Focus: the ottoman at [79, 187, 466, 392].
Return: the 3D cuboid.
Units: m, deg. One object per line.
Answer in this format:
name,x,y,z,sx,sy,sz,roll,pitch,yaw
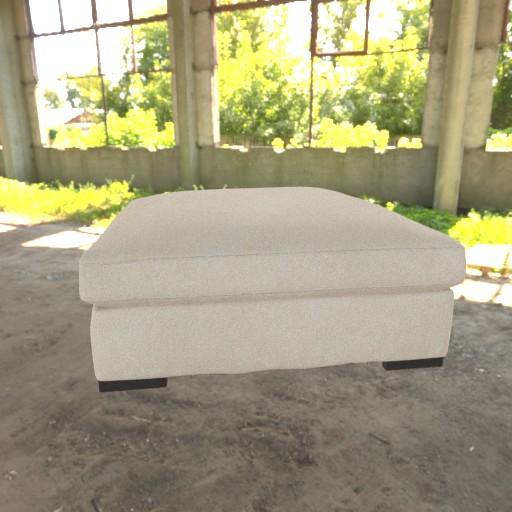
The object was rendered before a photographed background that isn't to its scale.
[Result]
ottoman,0.000,0.000,1.897,1.190,0.522,1.205,-2,15,-8
